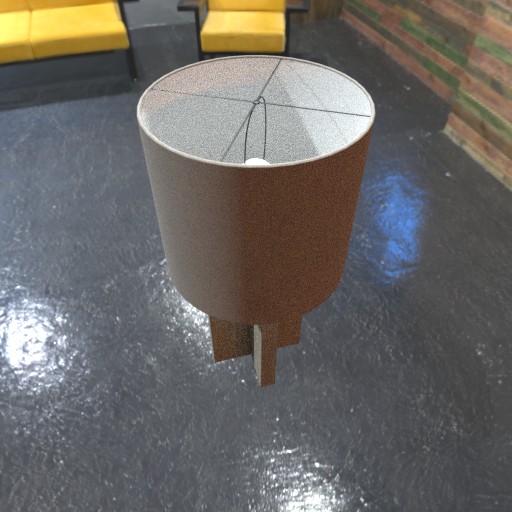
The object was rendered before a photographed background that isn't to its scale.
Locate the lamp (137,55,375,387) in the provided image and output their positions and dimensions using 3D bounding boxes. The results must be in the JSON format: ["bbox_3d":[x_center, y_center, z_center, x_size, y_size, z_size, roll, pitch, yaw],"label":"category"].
[{"bbox_3d":[0.000,0.000,0.582,0.229,0.428,0.229,-11,46,-10],"label":"lamp"}]
